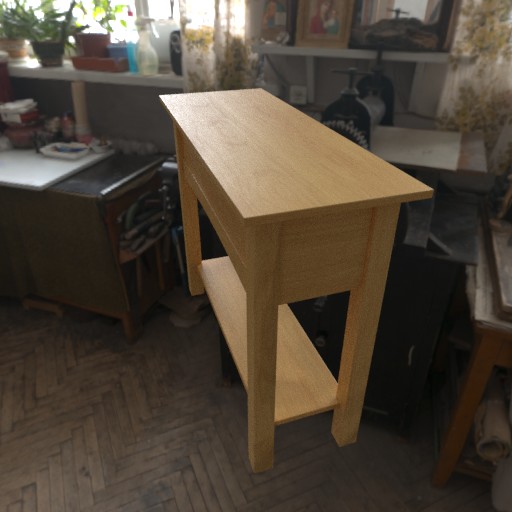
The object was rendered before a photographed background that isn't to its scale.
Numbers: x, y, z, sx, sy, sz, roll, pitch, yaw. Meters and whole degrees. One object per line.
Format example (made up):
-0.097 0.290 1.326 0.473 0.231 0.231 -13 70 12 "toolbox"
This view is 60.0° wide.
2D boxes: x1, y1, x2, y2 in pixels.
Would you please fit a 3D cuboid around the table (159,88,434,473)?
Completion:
0.000 0.000 1.264 0.340 0.728 0.900 -10 33 -16 "table"
